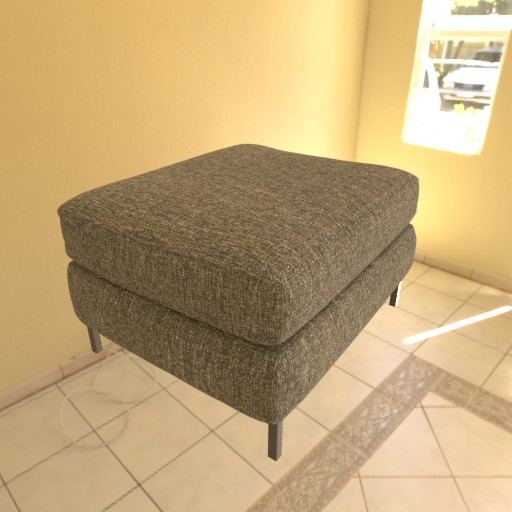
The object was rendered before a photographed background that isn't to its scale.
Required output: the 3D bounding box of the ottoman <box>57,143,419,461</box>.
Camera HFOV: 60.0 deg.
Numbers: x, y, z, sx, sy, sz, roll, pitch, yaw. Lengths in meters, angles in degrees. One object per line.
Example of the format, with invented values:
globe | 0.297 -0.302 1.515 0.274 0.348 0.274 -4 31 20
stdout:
ottoman | 0.000 0.000 1.237 0.683 0.480 0.828 18 32 31
